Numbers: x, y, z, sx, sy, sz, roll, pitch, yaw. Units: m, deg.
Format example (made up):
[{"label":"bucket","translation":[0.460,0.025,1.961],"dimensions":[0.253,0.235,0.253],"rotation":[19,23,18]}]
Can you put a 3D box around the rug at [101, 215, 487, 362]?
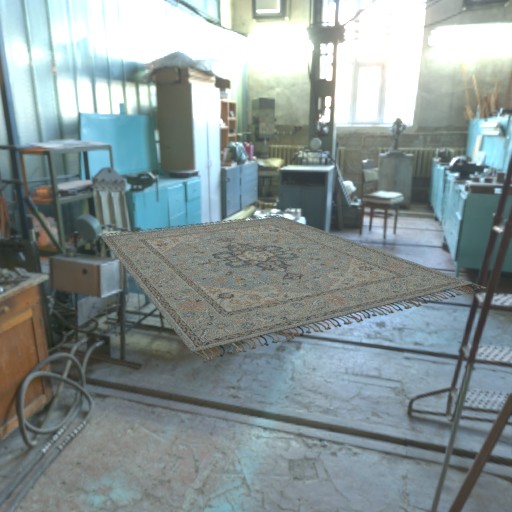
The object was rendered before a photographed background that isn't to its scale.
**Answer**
[{"label":"rug","translation":[0.000,0.000,4.261],"dimensions":[2.379,0.011,3.221],"rotation":[-9,19,-27]}]
